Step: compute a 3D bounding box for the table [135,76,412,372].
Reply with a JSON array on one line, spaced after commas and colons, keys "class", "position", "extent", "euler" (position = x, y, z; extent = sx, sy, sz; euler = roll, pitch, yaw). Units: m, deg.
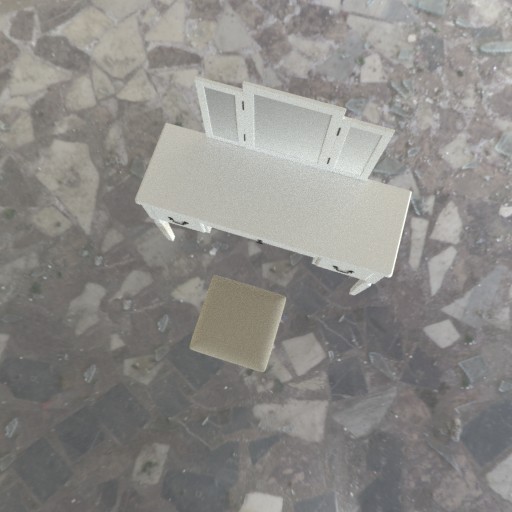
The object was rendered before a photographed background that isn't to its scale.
[{"class": "table", "position": [0.000, 0.000, 2.331], "extent": [1.369, 1.310, 1.115], "euler": [17, 76, 4]}]
